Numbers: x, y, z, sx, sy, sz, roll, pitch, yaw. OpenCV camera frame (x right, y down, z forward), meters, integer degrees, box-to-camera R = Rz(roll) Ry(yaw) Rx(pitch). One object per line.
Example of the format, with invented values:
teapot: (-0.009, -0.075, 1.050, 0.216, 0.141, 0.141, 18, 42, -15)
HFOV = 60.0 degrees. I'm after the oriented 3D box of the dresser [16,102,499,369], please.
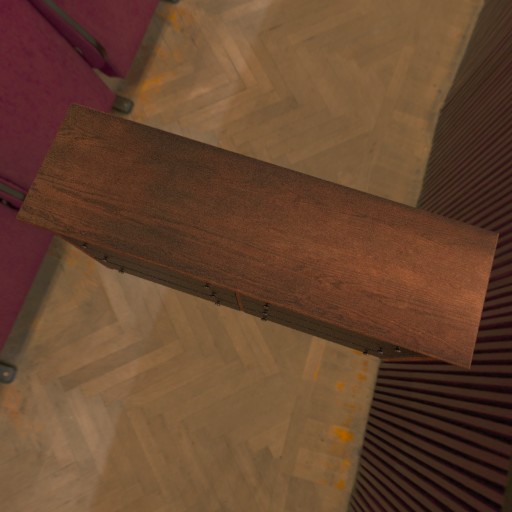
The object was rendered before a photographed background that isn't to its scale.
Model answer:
dresser: (0.000, 0.000, 1.891, 1.551, 0.856, 0.463, 18, 77, 4)
